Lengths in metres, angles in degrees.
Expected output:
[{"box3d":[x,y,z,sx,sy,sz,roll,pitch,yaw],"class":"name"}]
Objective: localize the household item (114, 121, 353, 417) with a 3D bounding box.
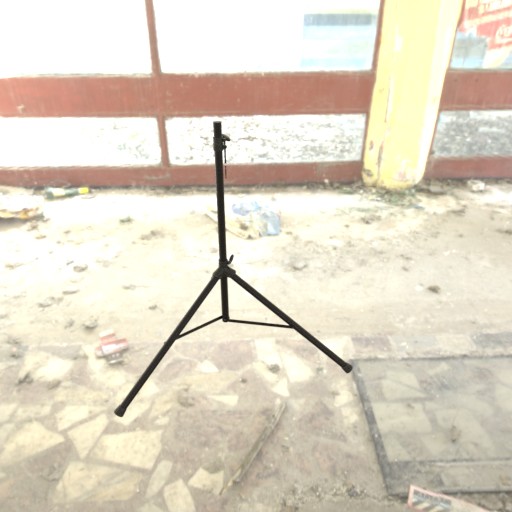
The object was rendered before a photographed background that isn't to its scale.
[{"box3d":[0.000,0.000,2.739,1.339,1.595,1.596,9,31,16],"class":"household item"}]
